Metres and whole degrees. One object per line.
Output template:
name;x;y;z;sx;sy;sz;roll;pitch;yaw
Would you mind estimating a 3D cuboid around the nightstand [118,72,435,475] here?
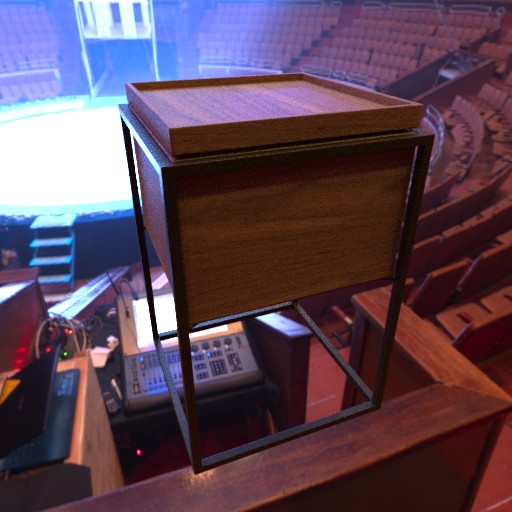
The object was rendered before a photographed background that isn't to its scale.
nightstand;0.000;0.000;0.864;0.397;0.607;0.397;-11;32;-19
